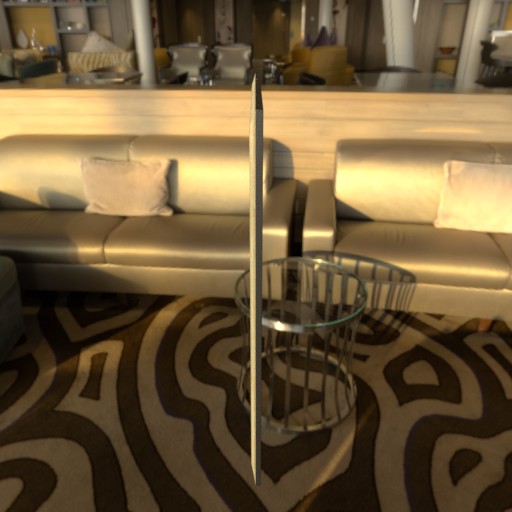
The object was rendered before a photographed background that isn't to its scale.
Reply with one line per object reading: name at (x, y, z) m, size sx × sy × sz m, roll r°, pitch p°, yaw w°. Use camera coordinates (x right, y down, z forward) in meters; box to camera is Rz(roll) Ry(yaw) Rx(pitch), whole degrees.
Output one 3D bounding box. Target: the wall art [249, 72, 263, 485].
wall art at (0.000, 0.000, 0.913) m, size 0.018 × 0.660 × 0.559 m, roll 0°, pitch 27°, yaw 0°
